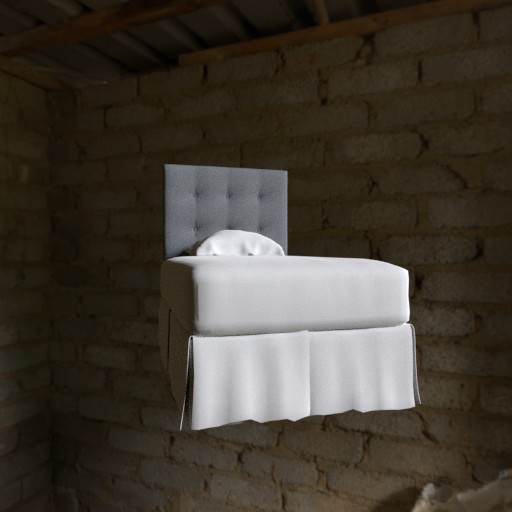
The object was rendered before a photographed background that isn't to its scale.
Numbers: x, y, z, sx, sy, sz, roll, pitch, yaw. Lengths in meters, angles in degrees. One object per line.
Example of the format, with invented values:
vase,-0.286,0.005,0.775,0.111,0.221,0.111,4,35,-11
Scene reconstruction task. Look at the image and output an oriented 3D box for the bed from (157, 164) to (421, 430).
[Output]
bed,0.000,0.000,3.079,1.261,1.571,1.997,0,1,-16
